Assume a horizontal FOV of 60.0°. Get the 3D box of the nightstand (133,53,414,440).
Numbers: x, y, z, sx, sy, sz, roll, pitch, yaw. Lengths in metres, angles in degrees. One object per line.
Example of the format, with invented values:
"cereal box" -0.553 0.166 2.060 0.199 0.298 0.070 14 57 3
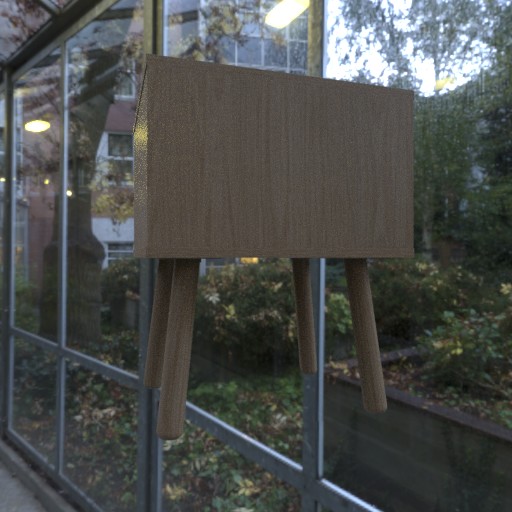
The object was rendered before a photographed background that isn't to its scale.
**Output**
"nightstand" 0.000 0.000 0.875 0.450 0.571 0.380 0 0 -18
